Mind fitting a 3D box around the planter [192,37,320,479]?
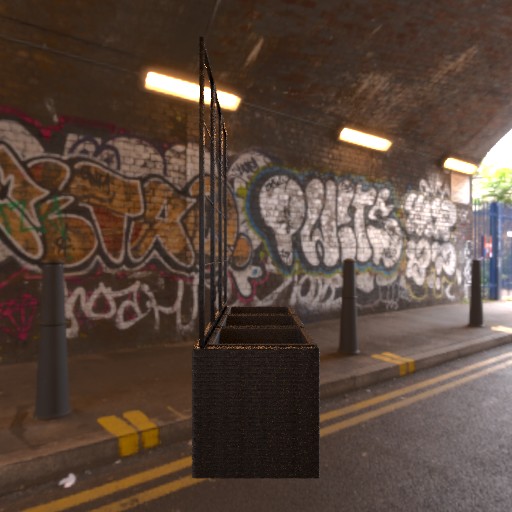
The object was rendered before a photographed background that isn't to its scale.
[{"bbox_3d":[0.000,0.000,1.183,0.244,0.841,0.698,0,0,0],"label":"planter"}]
